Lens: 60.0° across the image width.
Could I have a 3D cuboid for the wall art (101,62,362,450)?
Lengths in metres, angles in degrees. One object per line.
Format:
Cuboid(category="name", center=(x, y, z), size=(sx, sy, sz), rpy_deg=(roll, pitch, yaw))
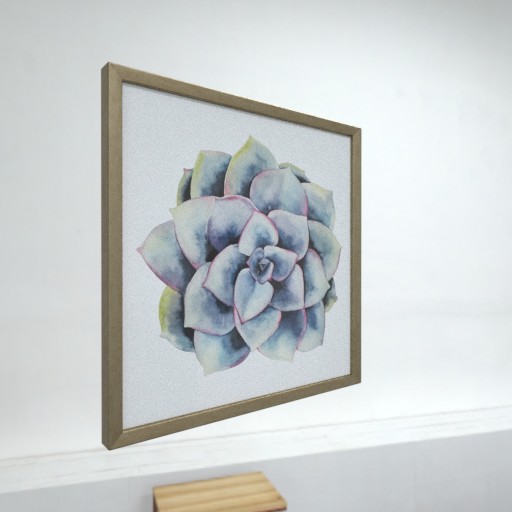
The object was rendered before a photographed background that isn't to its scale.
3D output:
Cuboid(category="wall art", center=(0.000, 0.000, 0.739), size=(0.503, 0.506, 0.030), rpy_deg=(0, 0, -37))
